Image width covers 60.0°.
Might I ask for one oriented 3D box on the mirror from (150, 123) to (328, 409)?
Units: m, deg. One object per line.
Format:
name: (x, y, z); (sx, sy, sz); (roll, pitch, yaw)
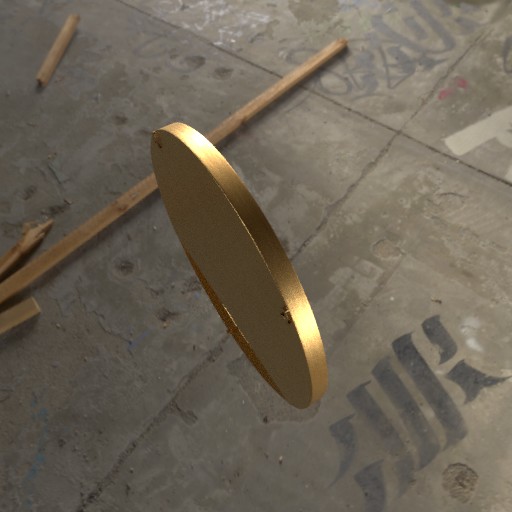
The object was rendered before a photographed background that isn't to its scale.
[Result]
mirror: (0.000, 0.000, 0.696); (0.133, 0.457, 0.457); (-28, 62, -17)
